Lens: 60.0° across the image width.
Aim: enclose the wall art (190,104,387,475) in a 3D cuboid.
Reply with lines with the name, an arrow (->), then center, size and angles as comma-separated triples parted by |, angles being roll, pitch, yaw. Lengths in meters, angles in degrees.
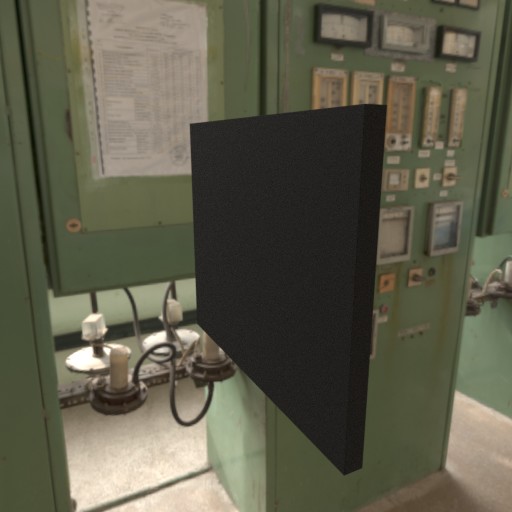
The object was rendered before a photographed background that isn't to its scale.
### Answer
wall art -> 0.000, 0.000, 0.765 | 0.031, 0.457, 0.558 | -7, 16, -26
